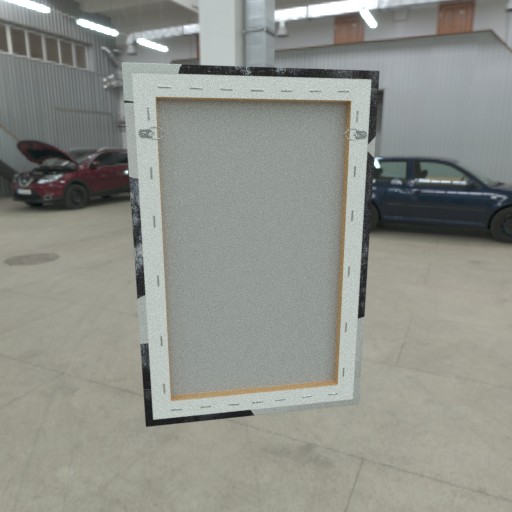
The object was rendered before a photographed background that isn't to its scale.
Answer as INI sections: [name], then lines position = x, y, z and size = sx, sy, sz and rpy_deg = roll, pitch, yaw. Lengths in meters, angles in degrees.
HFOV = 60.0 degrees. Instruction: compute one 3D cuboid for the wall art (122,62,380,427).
[wall art]
position = 0.000, 0.000, 1.156
size = 0.610, 0.915, 0.041
rpy_deg = -2, 14, -10
